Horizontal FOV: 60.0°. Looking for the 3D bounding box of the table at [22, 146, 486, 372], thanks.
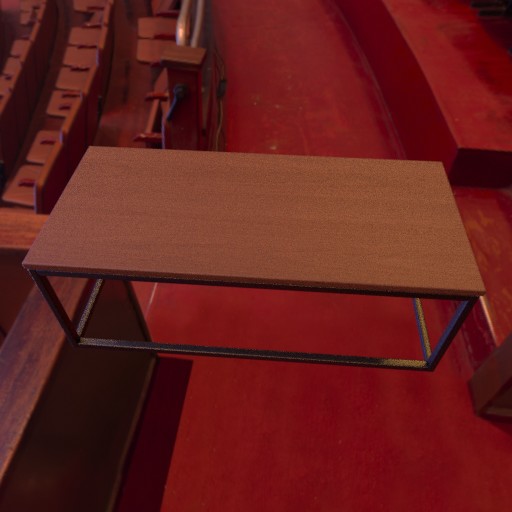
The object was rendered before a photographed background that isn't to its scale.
[{"bbox_3d":[0.000,0.000,1.359,1.100,0.400,0.500,3,48,3],"label":"table"}]
